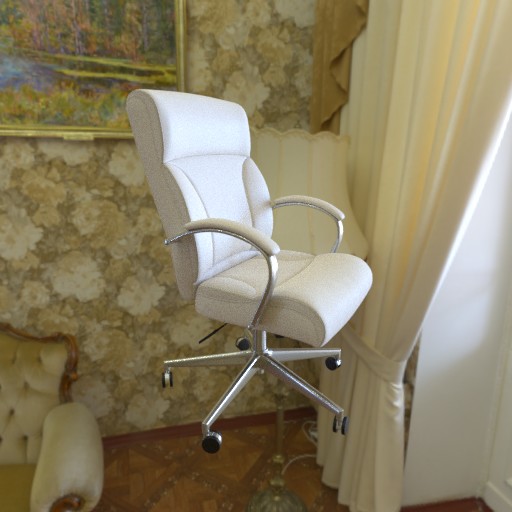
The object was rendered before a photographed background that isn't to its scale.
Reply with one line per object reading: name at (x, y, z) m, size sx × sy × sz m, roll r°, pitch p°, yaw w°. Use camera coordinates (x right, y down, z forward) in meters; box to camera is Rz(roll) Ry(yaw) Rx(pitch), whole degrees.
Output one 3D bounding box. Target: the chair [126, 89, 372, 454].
chair at (0.000, 0.000, 1.552) m, size 0.745 × 1.099 × 0.727 m, roll 7°, pitch 16°, yaw 26°
